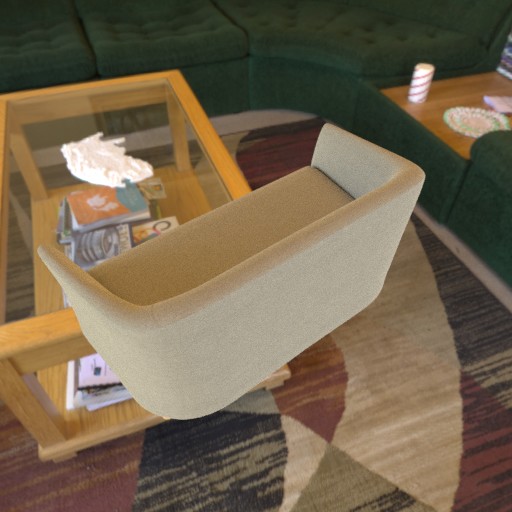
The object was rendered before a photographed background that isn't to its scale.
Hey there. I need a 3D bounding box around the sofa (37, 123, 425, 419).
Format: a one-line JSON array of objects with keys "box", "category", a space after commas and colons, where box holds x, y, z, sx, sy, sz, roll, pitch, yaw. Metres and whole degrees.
[{"box": [0.000, 0.000, 1.850, 1.452, 0.721, 0.705, -29, 52, -26], "category": "sofa"}]
